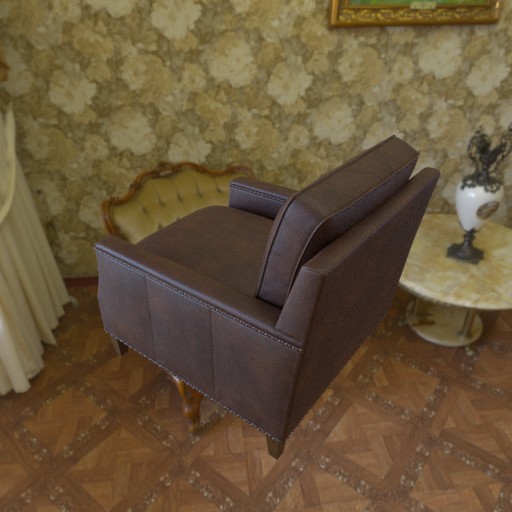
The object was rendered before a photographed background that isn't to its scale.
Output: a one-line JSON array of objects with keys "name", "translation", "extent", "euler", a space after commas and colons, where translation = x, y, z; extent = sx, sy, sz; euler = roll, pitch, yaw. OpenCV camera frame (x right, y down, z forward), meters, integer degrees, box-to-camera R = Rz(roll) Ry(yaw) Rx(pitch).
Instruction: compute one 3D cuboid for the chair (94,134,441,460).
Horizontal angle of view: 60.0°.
[{"name": "chair", "translation": [0.000, 0.000, 1.718], "extent": [1.014, 0.929, 0.853], "euler": [21, 37, 31]}]
